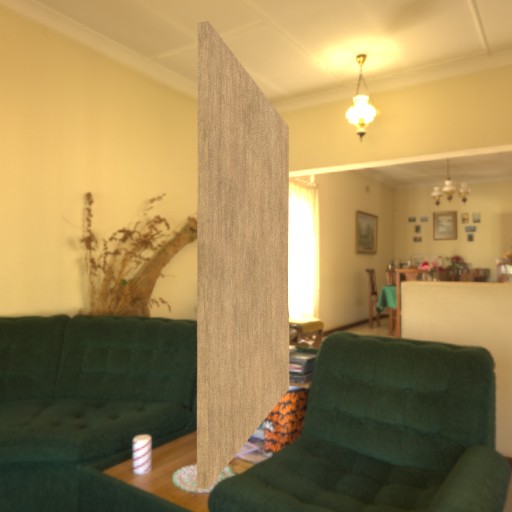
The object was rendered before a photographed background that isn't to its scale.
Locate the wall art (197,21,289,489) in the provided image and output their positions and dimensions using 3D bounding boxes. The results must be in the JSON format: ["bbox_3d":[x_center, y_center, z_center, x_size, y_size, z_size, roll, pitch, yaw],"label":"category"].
[{"bbox_3d":[0.000,0.000,0.907,0.018,0.686,0.534,0,-1,17],"label":"wall art"}]
